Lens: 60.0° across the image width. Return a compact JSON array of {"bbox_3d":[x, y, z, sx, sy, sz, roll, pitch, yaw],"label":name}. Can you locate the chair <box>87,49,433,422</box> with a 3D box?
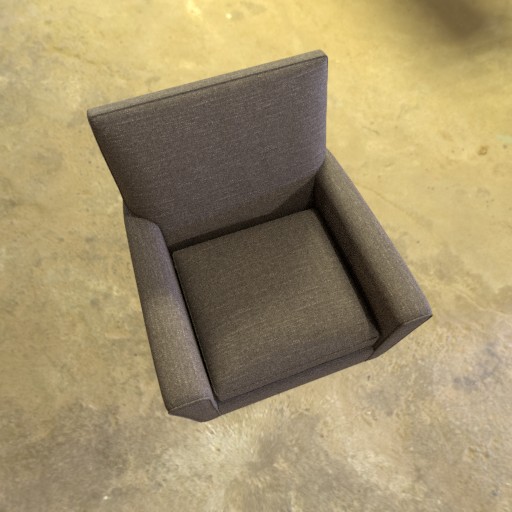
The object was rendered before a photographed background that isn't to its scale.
[{"bbox_3d":[0.000,0.000,1.582,0.838,0.885,0.875,-18,66,-8],"label":"chair"}]
